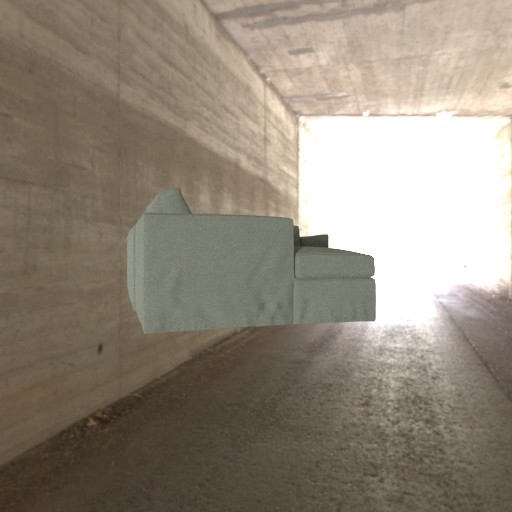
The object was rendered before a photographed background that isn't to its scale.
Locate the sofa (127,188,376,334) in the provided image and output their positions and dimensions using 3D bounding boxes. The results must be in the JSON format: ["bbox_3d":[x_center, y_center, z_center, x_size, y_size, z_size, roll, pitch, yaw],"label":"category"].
[{"bbox_3d":[0.000,0.000,4.485,2.440,0.869,3.434,0,0,-18],"label":"sofa"}]
